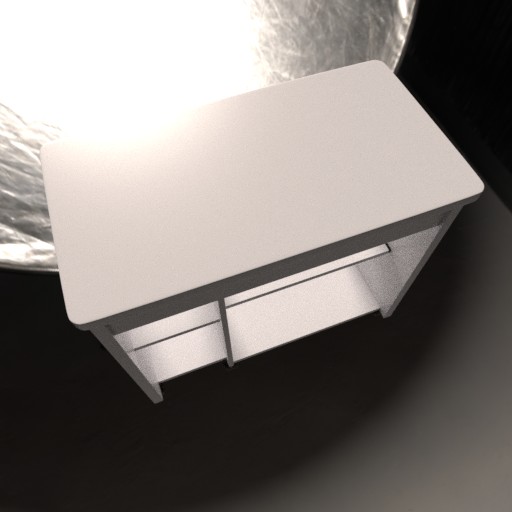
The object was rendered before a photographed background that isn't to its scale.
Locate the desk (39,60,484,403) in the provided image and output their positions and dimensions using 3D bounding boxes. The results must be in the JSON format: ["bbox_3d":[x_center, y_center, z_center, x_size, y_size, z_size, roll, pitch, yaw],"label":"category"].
[{"bbox_3d":[0.000,0.000,1.293,0.877,0.763,0.475,-18,61,-10],"label":"desk"}]
